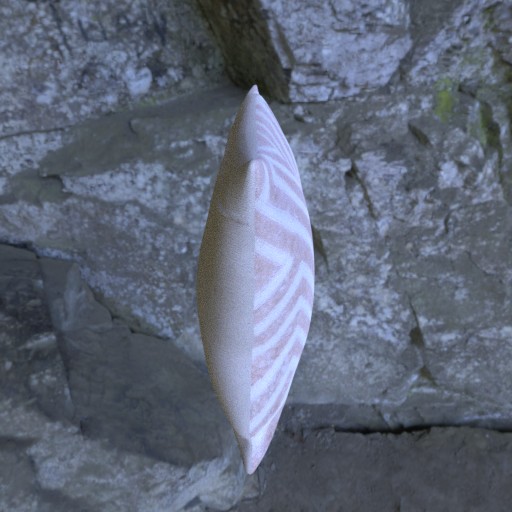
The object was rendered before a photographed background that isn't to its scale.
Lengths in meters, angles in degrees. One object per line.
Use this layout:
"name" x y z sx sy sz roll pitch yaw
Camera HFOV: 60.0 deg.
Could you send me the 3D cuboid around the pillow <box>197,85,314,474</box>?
"pillow" 0.000 0.000 0.683 0.182 0.441 0.440 0 31 0
